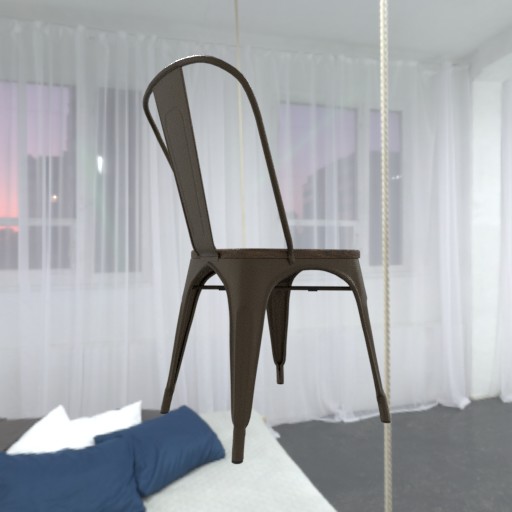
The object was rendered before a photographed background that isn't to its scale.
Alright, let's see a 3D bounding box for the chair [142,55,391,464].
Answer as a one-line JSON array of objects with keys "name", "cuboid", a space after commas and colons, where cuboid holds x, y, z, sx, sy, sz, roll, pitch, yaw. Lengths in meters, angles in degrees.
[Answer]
[{"name": "chair", "cuboid": [0.000, 0.000, 1.157, 0.532, 0.844, 0.451, 0, -1, -36]}]
